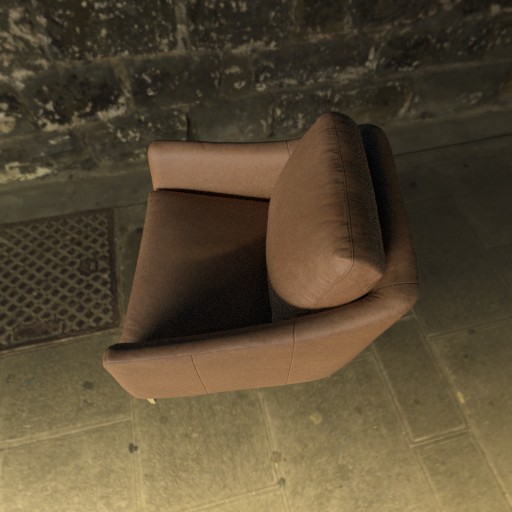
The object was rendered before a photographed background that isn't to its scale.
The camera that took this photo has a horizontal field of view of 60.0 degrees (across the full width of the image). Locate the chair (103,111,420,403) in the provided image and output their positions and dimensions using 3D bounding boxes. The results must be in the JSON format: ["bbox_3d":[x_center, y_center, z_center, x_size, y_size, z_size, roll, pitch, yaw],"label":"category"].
[{"bbox_3d":[0.000,0.000,1.713,0.963,0.895,0.988,1,56,0],"label":"chair"}]
